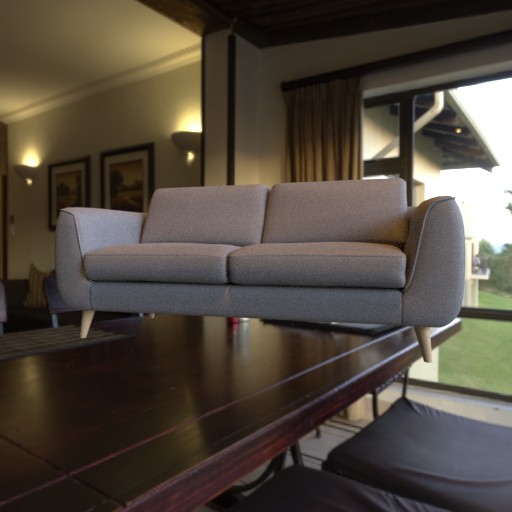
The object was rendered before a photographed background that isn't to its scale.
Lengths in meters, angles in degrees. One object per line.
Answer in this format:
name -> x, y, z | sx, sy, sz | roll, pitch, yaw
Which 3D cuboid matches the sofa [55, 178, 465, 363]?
sofa -> 0.000, 0.000, 2.478 | 2.000, 0.870, 0.920 | 0, 1, 17
